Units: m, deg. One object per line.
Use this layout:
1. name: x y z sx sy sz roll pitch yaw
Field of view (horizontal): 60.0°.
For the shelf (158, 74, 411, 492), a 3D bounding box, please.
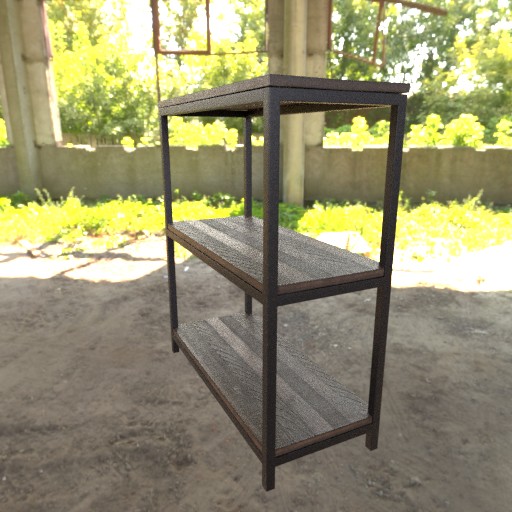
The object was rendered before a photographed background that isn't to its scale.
1. shelf: 0.000 0.000 1.380 0.352 0.947 0.822 -7 17 -25
